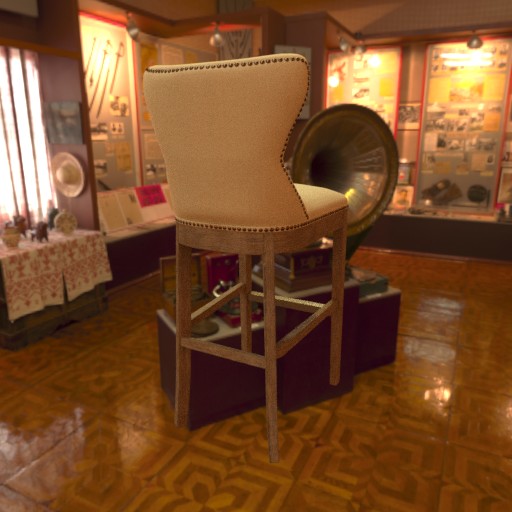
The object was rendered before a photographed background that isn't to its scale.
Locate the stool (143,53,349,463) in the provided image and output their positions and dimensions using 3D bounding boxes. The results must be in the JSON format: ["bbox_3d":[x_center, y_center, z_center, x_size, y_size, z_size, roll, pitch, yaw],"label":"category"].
[{"bbox_3d":[0.000,0.000,1.442,0.494,1.123,0.606,8,17,27],"label":"stool"}]
